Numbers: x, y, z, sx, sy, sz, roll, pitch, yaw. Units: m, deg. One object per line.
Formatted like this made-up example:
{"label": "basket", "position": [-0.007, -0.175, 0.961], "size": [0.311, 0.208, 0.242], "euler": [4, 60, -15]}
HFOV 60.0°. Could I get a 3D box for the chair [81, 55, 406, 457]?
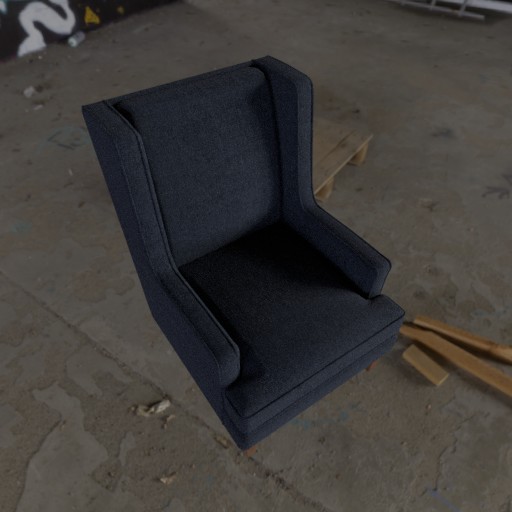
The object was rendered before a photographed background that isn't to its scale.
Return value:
{"label": "chair", "position": [0.000, 0.000, 1.696], "size": [0.764, 1.072, 0.947], "euler": [-26, 50, -24]}
